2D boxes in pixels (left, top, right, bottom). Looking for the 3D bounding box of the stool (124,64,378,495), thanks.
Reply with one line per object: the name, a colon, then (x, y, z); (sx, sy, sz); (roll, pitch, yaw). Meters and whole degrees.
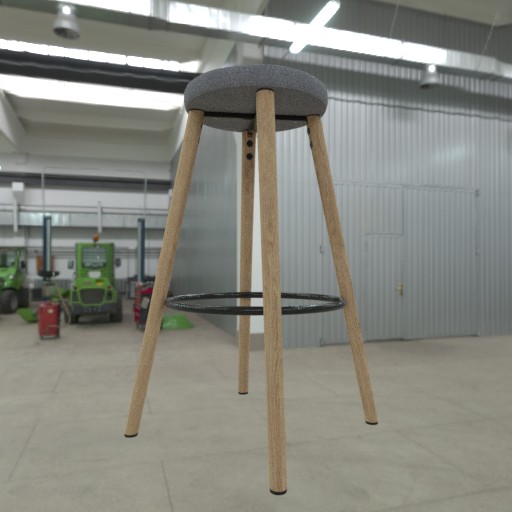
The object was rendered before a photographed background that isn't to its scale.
stool: (0.000, 0.000, 0.992); (0.410, 0.770, 0.410); (-1, -1, 37)
